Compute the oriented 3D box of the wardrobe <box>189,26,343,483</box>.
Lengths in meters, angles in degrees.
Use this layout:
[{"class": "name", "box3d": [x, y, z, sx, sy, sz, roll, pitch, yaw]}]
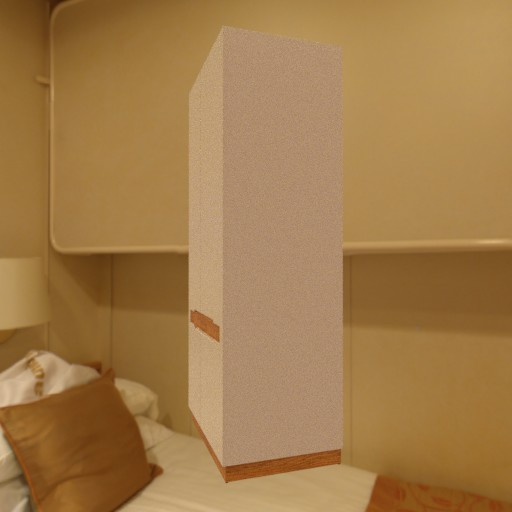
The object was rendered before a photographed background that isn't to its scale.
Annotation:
[{"class": "wardrobe", "box3d": [0.000, 0.000, 2.467, 0.600, 2.040, 0.860, 0, -1, -19]}]
